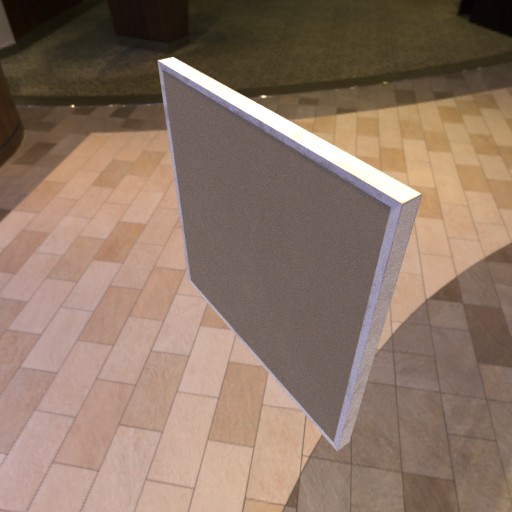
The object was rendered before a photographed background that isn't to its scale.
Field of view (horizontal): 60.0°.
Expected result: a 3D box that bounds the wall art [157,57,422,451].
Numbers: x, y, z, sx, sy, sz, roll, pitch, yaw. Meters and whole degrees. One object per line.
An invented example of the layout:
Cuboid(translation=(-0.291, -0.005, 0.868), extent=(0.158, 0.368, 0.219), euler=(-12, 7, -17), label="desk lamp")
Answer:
Cuboid(translation=(0.000, 0.000, 0.744), extent=(0.029, 0.506, 0.508), euler=(-26, 47, -26), label="wall art")
